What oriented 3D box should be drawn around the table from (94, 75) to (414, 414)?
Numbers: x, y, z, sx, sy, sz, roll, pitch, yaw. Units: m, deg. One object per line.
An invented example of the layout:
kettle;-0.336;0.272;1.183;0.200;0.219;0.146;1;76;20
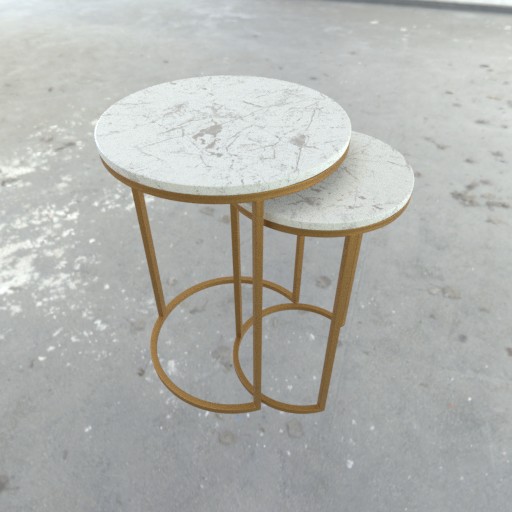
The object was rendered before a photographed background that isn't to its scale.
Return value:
table;0.000;0.000;0.875;0.507;0.550;0.400;12;43;14
